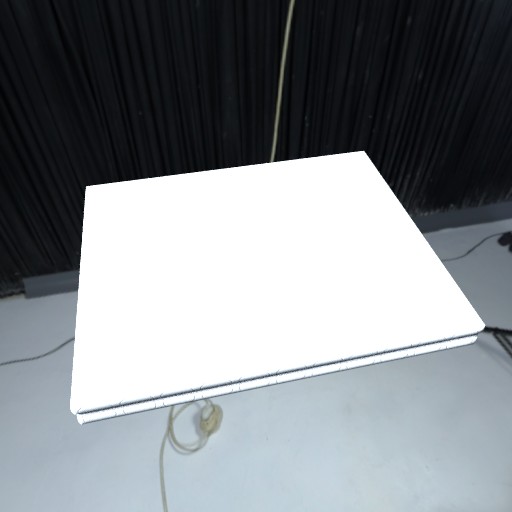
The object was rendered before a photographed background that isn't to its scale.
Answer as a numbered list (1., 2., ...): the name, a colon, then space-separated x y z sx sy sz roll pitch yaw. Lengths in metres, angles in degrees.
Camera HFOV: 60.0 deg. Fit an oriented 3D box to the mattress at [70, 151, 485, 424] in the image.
1. mattress: 0.000 0.000 2.658 2.000 0.200 1.600 -9 47 -9
